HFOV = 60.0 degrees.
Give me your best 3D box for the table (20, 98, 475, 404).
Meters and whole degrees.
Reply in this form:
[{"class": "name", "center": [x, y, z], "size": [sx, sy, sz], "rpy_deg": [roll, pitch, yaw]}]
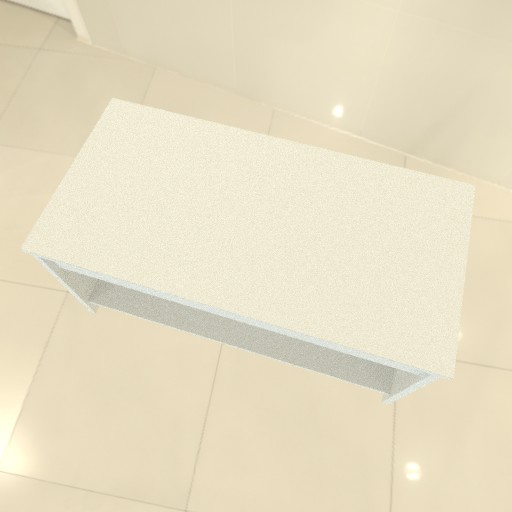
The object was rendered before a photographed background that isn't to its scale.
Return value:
[{"class": "table", "center": [0.000, 0.000, 1.272], "size": [1.000, 0.441, 0.500], "rpy_deg": [16, 65, 7]}]
